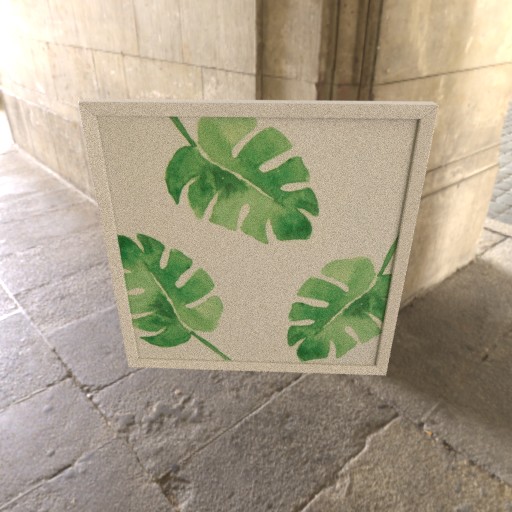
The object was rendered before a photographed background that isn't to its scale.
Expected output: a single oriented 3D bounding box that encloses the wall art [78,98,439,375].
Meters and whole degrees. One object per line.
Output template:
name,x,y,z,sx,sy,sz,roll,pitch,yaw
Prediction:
wall art,0.000,0.000,1.140,0.762,0.762,0.040,1,30,2
